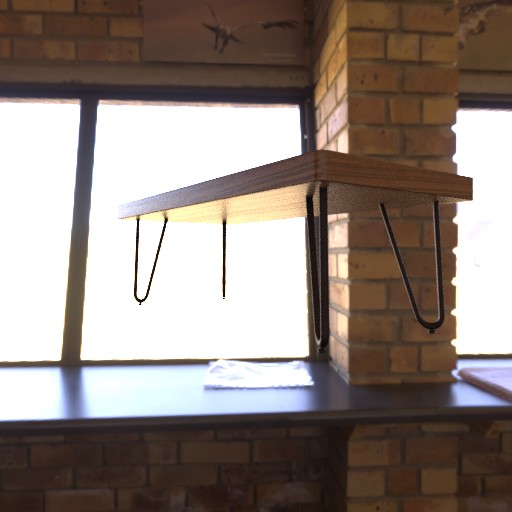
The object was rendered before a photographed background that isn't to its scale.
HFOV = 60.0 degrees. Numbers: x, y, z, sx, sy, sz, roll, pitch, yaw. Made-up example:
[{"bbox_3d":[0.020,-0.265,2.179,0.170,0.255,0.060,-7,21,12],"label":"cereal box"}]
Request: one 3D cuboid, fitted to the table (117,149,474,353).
[{"bbox_3d":[0.000,0.000,1.695,0.637,0.468,1.375,0,0,-35],"label":"table"}]
